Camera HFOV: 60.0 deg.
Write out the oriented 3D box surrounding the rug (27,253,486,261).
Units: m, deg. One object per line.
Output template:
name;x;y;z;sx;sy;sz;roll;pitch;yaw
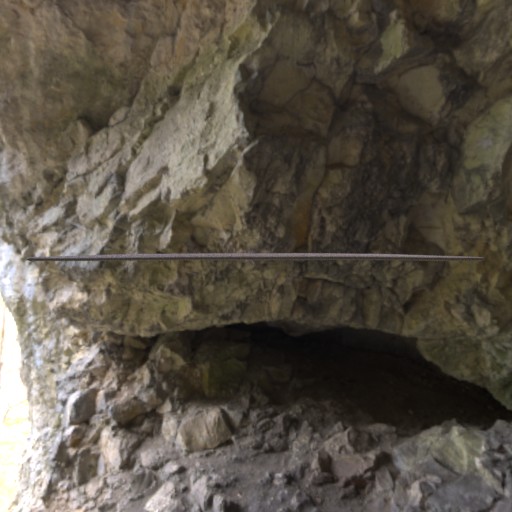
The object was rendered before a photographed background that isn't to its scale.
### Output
rug;0.000;0.000;4.126;3.017;0.035;2.472;0;1;0
